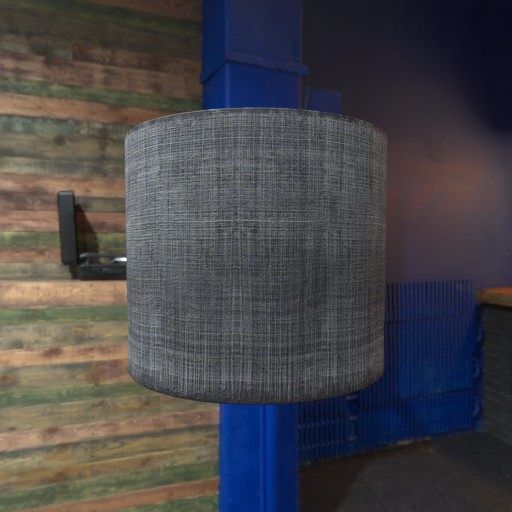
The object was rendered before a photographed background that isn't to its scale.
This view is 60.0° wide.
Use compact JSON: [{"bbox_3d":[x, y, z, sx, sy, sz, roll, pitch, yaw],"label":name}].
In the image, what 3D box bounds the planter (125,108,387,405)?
[{"bbox_3d":[0.000,0.000,0.450,0.254,0.221,0.254,0,1,0],"label":"planter"}]
